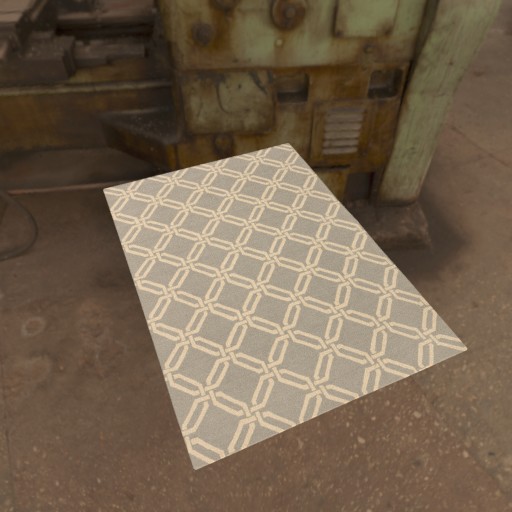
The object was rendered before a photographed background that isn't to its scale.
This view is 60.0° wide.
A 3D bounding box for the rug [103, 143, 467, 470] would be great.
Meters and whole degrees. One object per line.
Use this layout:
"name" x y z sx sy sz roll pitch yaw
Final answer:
"rug" 0.000 0.000 2.803 1.522 0.013 2.133 -18 50 -16
